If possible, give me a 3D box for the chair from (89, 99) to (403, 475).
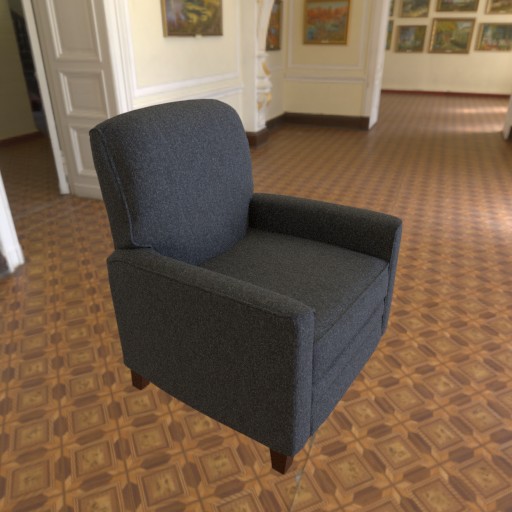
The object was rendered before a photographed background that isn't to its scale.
[{"bbox_3d":[0.000,0.000,1.611,0.850,1.016,0.839,17,31,31],"label":"chair"}]
